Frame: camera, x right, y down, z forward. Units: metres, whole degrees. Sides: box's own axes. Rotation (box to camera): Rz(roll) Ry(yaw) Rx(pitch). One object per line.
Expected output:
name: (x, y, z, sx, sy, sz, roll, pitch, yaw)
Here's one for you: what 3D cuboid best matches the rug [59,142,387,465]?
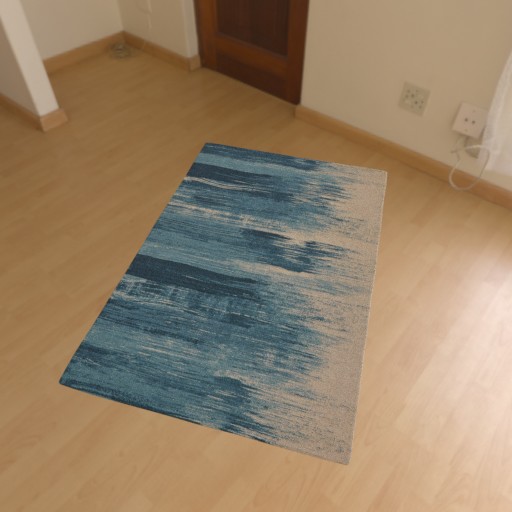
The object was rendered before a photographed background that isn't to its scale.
rug: (0.000, 0.000, 2.334, 1.232, 0.009, 1.836, 12, 49, 10)
